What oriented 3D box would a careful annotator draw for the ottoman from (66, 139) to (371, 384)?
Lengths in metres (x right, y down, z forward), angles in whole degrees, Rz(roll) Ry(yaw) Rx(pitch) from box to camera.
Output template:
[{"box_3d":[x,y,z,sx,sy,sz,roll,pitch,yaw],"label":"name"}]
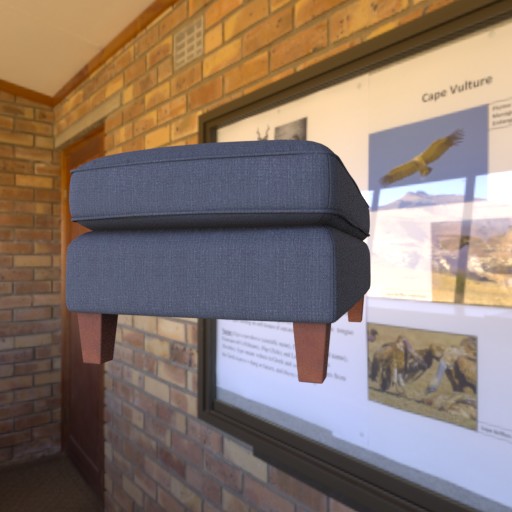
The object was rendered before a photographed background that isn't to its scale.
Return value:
[{"box_3d":[0.000,0.000,1.207,0.570,0.438,0.885,0,0,18],"label":"ottoman"}]
